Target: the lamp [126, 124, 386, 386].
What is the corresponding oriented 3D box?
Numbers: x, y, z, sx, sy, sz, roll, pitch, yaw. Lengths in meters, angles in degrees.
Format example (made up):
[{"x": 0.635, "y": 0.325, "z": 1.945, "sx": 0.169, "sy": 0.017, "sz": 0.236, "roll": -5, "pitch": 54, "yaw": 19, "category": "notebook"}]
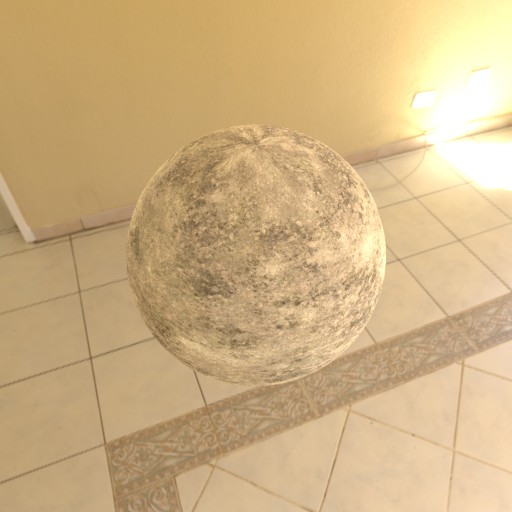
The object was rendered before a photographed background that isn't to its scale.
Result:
[{"x": 0.000, "y": 0.000, "z": 0.750, "sx": 0.422, "sy": 0.429, "sz": 0.422, "roll": 0, "pitch": 46, "yaw": 0, "category": "lamp"}]
